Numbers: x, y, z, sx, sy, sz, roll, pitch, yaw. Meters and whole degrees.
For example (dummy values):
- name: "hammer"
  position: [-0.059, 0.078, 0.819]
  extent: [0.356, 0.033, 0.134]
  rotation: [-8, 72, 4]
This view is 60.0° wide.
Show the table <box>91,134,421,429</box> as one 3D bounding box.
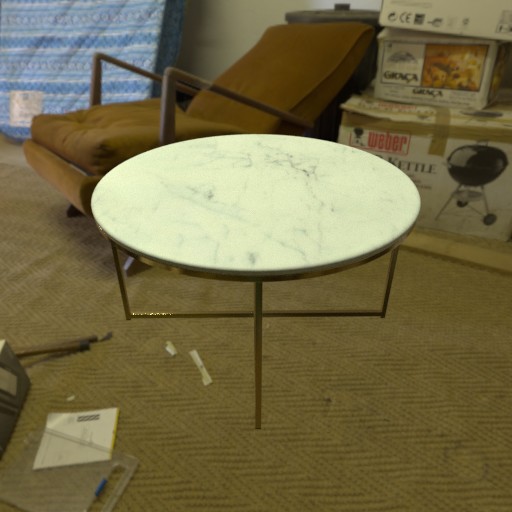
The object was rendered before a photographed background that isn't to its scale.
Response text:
- name: "table"
  position: [0.000, 0.000, 1.244]
  extent: [0.800, 0.450, 0.800]
  rotation: [0, 32, 0]
